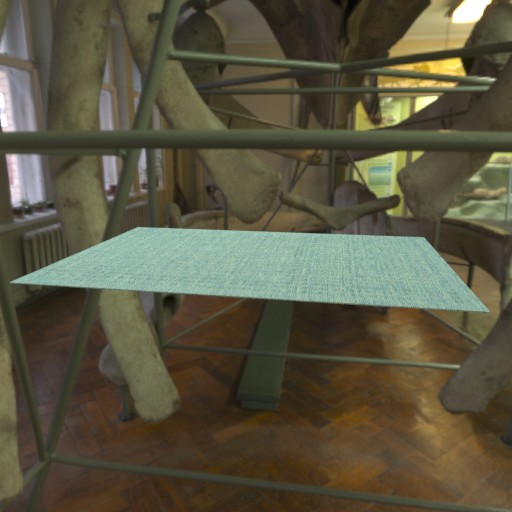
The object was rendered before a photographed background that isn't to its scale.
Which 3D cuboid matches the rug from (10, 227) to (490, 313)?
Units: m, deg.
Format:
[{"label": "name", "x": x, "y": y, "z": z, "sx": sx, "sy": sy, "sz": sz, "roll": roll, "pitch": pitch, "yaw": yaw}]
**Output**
[{"label": "rug", "x": 0.000, "y": 0.000, "z": 2.794, "sx": 2.286, "sy": 0.006, "sz": 1.522, "roll": 3, "pitch": 15, "yaw": 10}]
